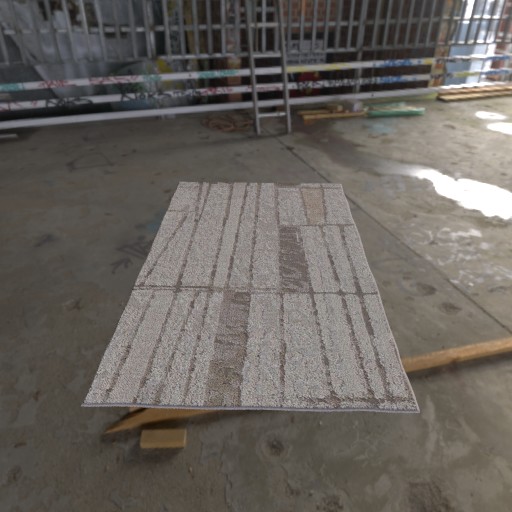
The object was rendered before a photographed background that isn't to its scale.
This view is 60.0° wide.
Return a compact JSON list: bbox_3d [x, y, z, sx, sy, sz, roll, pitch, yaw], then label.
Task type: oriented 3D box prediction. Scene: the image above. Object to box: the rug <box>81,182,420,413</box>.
[{"bbox_3d":[0.000,0.000,1.034,0.515,0.007,0.867,1,32,1],"label":"rug"}]
